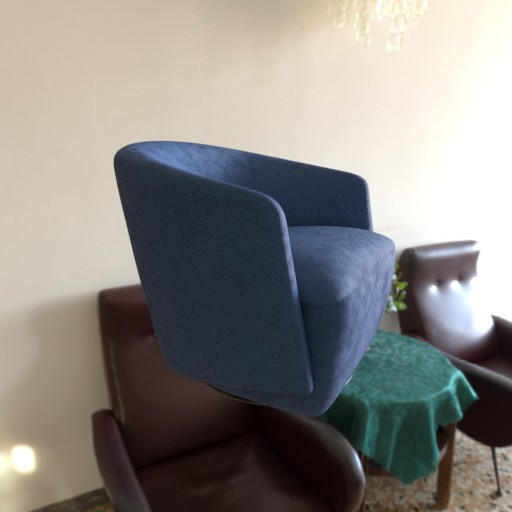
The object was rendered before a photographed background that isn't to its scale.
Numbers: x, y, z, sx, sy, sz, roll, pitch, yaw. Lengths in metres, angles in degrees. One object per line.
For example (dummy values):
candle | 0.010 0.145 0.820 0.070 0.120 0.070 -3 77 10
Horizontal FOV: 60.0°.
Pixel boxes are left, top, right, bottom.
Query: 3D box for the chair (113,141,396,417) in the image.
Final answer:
chair | 0.000 0.000 1.382 0.767 0.698 0.773 7 16 26
